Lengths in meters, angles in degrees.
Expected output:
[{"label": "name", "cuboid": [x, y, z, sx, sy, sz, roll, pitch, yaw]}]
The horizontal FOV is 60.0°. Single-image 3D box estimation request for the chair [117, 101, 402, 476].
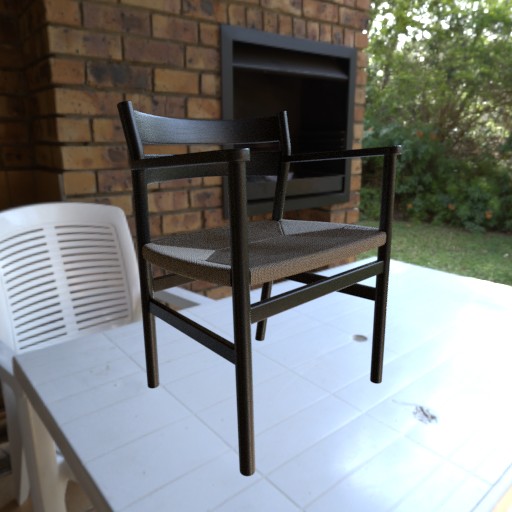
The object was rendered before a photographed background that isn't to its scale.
[{"label": "chair", "cuboid": [0.000, 0.000, 1.189, 0.630, 0.775, 0.508, -14, 20, -43]}]
